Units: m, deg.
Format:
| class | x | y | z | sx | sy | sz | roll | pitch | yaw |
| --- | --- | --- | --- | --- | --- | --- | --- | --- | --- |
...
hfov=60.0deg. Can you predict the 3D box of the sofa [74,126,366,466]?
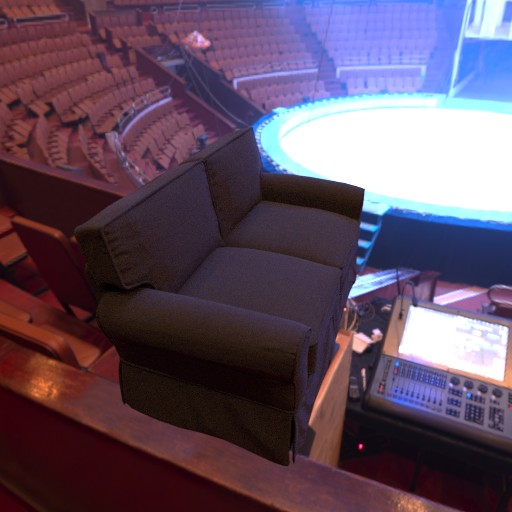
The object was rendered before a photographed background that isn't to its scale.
| class | x | y | z | sx | sy | sz | roll | pitch | yaw |
| --- | --- | --- | --- | --- | --- | --- | --- | --- | --- |
| sofa | 0.000 | 0.000 | 2.477 | 0.997 | 1.059 | 1.801 | 10 | 31 | 17 |
